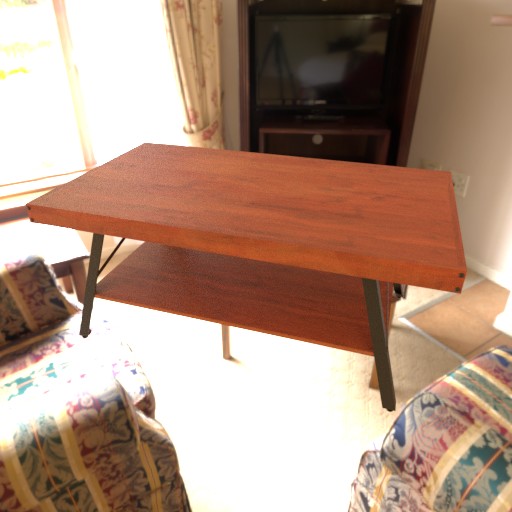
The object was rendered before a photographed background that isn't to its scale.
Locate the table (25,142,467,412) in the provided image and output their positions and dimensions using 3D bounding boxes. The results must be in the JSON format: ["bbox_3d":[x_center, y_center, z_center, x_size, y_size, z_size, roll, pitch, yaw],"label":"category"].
[{"bbox_3d":[0.000,0.000,1.375,1.067,0.457,0.610,9,31,15],"label":"table"}]
